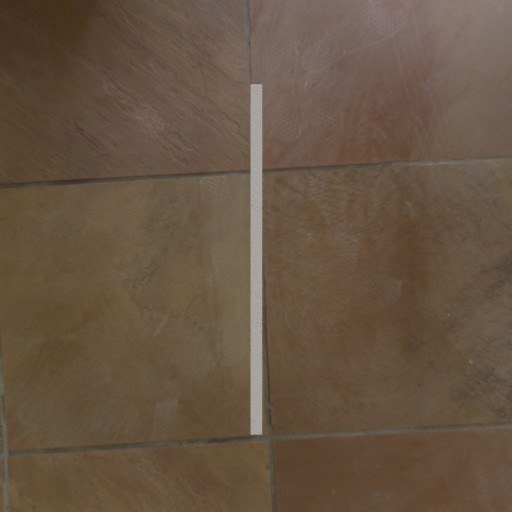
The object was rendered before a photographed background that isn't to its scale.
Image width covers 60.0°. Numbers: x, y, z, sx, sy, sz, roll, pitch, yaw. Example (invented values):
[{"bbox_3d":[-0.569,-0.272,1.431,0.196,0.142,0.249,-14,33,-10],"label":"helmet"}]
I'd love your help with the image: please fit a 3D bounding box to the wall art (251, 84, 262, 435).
[{"bbox_3d":[0.000,0.000,0.822,0.013,0.683,0.380,0,91,0],"label":"wall art"}]
